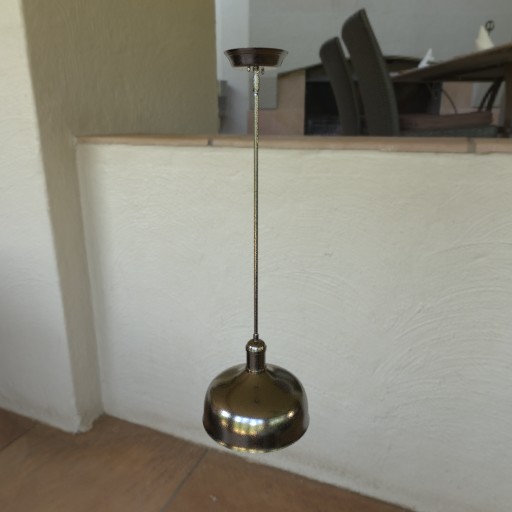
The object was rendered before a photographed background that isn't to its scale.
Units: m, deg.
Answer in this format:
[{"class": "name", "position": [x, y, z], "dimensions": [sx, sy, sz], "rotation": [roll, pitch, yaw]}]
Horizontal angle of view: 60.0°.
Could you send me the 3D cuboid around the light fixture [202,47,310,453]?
[{"class": "light fixture", "position": [0.000, 0.000, 1.111], "dimensions": [0.299, 0.935, 0.299], "rotation": [8, 19, 26]}]
